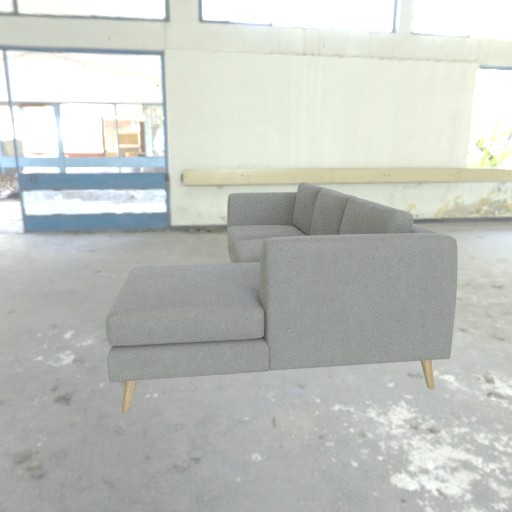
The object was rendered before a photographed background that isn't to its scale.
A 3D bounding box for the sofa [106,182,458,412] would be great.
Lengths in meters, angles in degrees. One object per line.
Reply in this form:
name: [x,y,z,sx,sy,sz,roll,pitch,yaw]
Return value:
sofa: [0.000,0.000,3.025,1.580,0.860,2.300,-2,14,-7]
